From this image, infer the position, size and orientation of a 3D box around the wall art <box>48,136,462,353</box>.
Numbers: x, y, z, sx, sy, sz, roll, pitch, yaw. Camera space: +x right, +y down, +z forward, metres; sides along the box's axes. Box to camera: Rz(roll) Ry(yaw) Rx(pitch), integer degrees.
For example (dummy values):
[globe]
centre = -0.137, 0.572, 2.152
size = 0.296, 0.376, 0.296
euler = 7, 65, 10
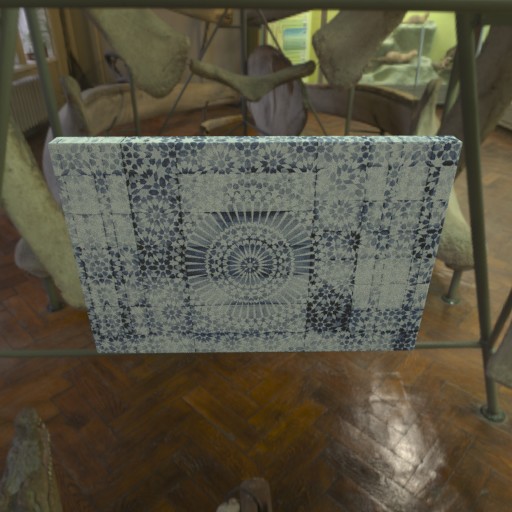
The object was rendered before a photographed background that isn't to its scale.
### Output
[wall art]
centre = 0.000, 0.000, 1.148
size = 0.911, 0.608, 0.057
euler = 0, 30, -1
